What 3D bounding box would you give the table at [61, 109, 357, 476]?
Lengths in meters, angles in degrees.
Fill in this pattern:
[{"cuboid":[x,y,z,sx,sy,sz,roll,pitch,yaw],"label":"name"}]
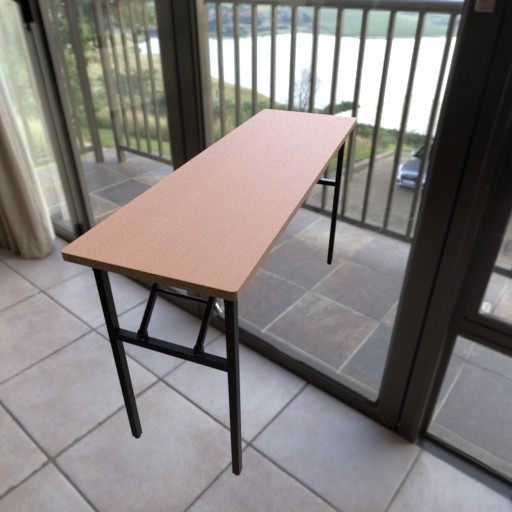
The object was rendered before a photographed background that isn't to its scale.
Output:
[{"cuboid":[0.000,0.000,1.713,0.447,0.750,1.397,12,34,18],"label":"table"}]
